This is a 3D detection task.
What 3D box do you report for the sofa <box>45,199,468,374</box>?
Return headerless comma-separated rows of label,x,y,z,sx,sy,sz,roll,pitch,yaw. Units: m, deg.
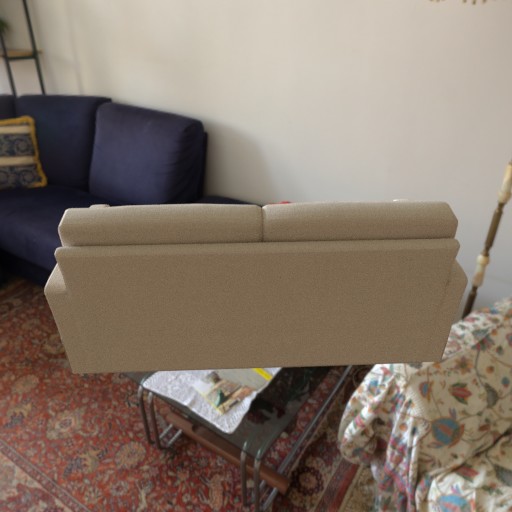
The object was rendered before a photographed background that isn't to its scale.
sofa,0.000,0.000,2.257,1.808,0.831,0.894,-1,30,-2
